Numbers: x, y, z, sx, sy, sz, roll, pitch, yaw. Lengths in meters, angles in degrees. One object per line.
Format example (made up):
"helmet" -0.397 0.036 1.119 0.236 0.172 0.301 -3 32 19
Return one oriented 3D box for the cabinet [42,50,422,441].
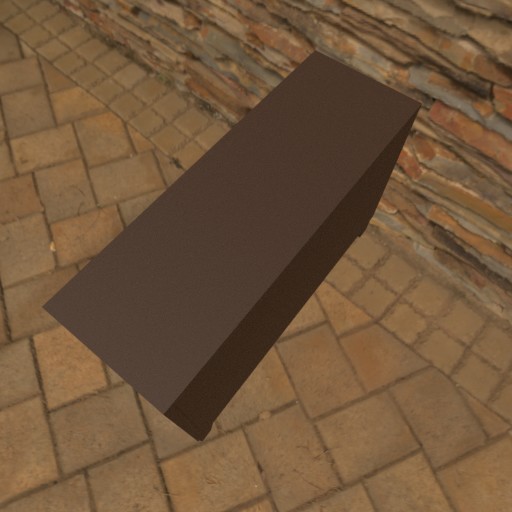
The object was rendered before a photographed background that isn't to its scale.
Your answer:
"cabinet" 0.000 0.000 1.871 0.482 0.914 1.396 35 68 16
